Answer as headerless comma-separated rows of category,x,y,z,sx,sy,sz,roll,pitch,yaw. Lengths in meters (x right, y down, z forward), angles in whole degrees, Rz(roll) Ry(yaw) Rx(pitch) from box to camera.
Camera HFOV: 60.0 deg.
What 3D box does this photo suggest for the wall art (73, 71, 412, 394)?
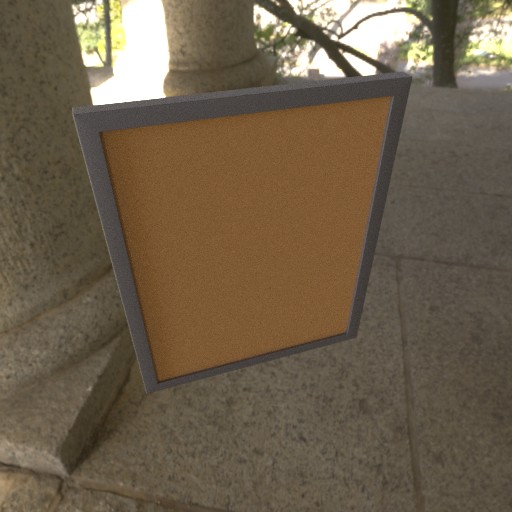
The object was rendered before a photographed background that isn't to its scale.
wall art,0.000,0.000,0.757,0.458,0.558,0.029,-12,40,-14
